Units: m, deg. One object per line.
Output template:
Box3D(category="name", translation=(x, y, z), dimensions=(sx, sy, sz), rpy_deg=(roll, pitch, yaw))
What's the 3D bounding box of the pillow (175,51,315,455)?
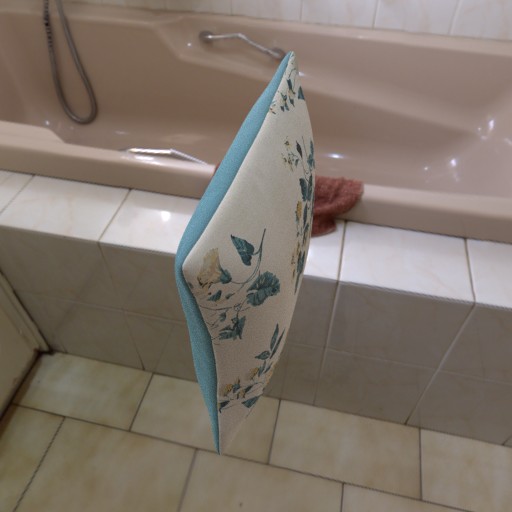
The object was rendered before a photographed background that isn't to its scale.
Box3D(category="pillow", translation=(0.000, 0.000, 0.785), dimensions=(0.166, 0.507, 0.526), rpy_deg=(11, 48, 10))
